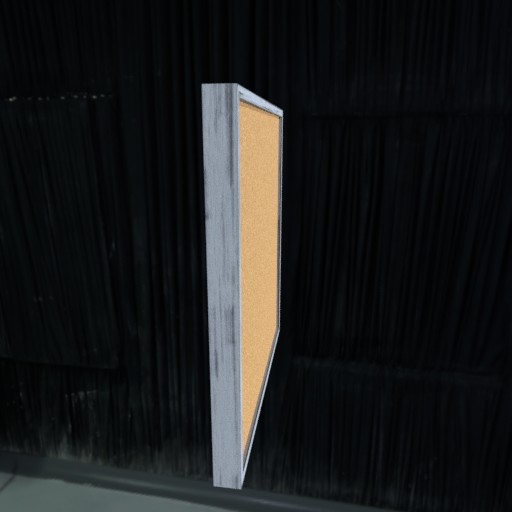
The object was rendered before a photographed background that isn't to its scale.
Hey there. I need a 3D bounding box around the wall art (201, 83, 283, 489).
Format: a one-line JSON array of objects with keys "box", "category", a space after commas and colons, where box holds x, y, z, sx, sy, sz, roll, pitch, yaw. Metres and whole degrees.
[{"box": [0.000, 0.000, 0.766, 0.038, 0.506, 0.506, 2, 15, 8], "category": "wall art"}]
